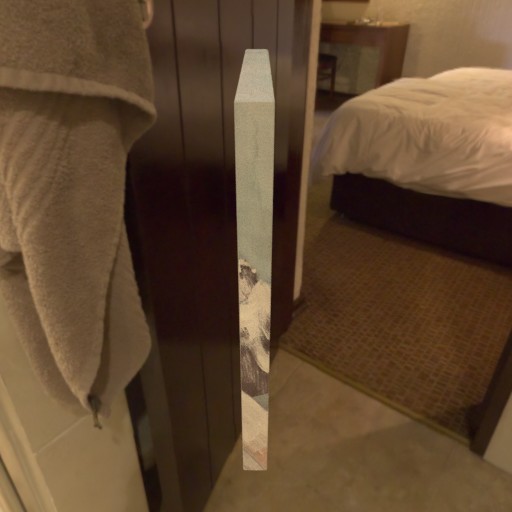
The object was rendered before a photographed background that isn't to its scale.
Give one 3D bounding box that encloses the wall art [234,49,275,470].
[{"bbox_3d":[0.000,0.000,1.151,0.061,0.911,0.609,0,31,0],"label":"wall art"}]
